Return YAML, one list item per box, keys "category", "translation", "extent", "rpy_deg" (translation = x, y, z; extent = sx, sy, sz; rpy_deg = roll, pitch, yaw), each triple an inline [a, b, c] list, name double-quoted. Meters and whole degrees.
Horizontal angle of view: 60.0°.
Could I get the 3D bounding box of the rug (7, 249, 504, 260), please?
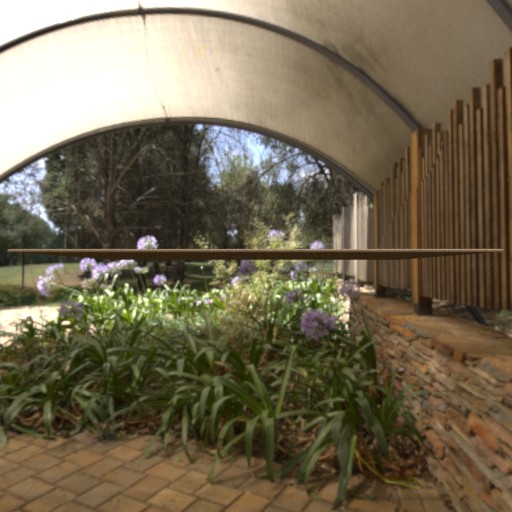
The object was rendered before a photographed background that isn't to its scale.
- category: "rug"
  translation: [0.000, 0.000, 2.232]
  extent: [1.829, 0.010, 1.219]
  rpy_deg: [0, -2, 0]
